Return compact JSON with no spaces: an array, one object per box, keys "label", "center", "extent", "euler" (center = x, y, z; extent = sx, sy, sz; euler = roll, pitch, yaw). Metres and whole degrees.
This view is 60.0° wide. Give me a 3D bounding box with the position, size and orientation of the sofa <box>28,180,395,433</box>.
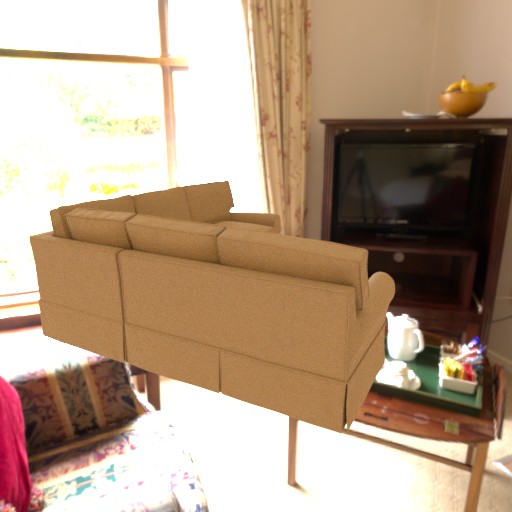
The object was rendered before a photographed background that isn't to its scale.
[{"label":"sofa","center":[0.000,0.000,4.168],"extent":[2.730,1.124,2.733],"euler":[8,18,27]}]
